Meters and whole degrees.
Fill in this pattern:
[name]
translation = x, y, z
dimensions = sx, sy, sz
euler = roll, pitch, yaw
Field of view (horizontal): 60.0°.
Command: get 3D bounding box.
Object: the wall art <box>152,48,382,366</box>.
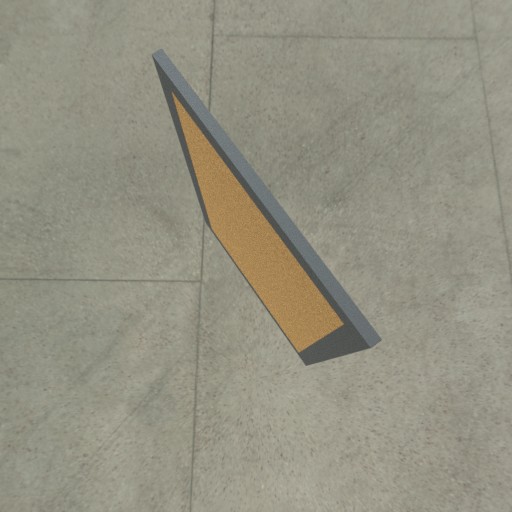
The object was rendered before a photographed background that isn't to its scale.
[wall art]
translation = 0.000, 0.000, 0.695
dimensions = 0.013, 0.534, 0.380
euler = -34, 77, -9
